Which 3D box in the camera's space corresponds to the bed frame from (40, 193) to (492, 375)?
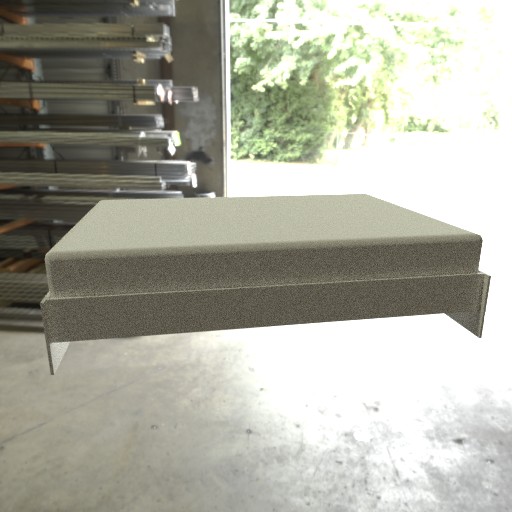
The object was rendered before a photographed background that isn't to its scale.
[{"bbox_3d":[0.000,0.000,2.578,1.945,0.497,1.445,-3,17,-9],"label":"bed frame"}]
